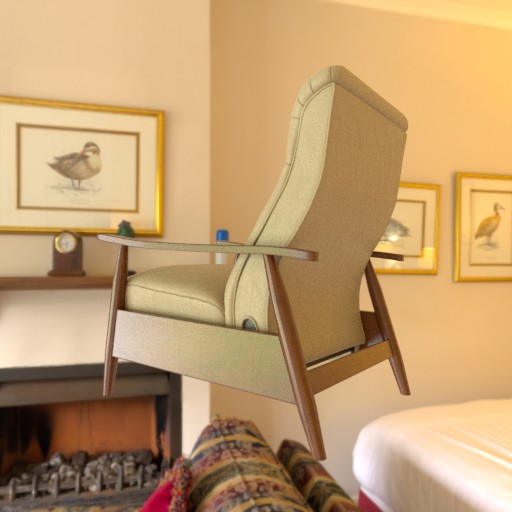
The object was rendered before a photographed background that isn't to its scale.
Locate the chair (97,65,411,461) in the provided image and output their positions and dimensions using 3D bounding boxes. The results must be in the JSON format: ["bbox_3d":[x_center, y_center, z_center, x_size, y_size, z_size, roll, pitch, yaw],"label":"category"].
[{"bbox_3d":[0.000,0.000,1.743,1.014,1.082,0.762,-1,-1,37],"label":"chair"}]
